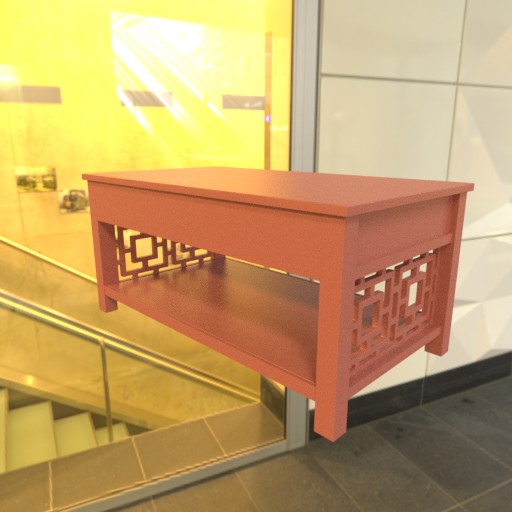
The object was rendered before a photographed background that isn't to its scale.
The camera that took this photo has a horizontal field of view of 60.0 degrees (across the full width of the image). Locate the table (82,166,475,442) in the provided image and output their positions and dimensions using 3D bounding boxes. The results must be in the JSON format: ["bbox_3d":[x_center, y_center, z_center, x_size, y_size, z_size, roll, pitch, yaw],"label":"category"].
[{"bbox_3d":[0.000,0.000,1.413,0.612,0.493,1.068,-14,20,-43],"label":"table"}]
